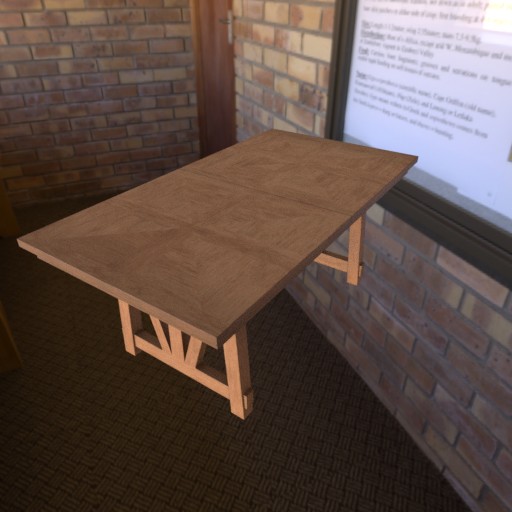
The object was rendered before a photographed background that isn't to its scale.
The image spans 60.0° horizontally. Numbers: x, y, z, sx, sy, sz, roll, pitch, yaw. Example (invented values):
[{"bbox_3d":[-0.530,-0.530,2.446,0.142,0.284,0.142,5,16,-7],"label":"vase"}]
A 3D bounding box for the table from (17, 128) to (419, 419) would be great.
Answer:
[{"bbox_3d":[0.000,0.000,2.379,1.016,0.768,1.881,20,37,29],"label":"table"}]
